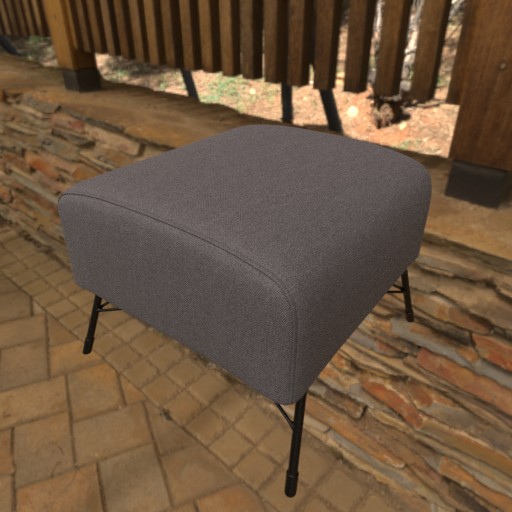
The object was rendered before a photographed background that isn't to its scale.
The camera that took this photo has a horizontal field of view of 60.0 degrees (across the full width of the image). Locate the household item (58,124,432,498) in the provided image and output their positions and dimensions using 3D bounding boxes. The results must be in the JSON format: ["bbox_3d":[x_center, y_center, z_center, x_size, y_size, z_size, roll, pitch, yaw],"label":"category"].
[{"bbox_3d":[0.000,0.000,0.878,0.530,0.410,0.530,21,37,31],"label":"household item"}]
